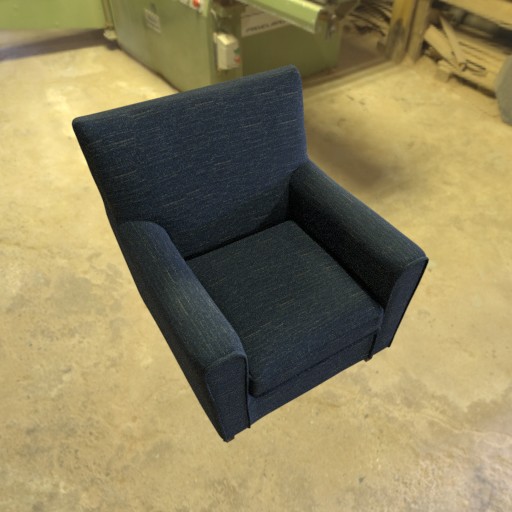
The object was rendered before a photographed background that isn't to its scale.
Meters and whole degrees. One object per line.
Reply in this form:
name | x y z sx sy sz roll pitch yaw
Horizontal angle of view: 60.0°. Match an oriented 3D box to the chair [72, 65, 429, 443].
chair | 0.000 0.000 1.618 0.864 0.928 0.873 -23 49 -21
